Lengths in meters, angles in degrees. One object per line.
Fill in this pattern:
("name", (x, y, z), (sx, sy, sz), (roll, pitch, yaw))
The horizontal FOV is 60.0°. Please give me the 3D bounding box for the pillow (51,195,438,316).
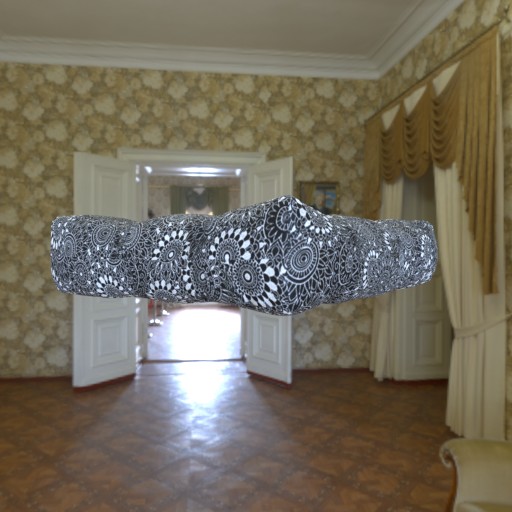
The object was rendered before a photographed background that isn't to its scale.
("pillow", (0.000, 0.000, 0.735), (0.468, 0.128, 0.490), (0, 0, 37))
